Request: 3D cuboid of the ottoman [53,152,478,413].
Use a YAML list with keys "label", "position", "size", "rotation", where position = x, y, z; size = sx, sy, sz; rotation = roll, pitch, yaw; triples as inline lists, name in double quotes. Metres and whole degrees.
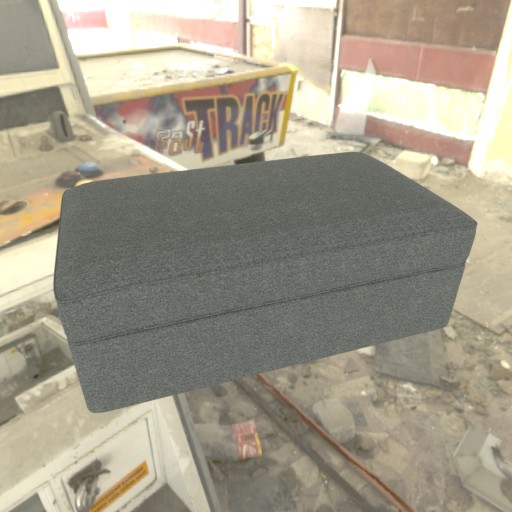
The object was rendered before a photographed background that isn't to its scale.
- label: "ottoman"
  position: [0.000, 0.000, 1.500]
  size: [1.173, 0.494, 0.681]
  rotation: [-10, 33, -16]
